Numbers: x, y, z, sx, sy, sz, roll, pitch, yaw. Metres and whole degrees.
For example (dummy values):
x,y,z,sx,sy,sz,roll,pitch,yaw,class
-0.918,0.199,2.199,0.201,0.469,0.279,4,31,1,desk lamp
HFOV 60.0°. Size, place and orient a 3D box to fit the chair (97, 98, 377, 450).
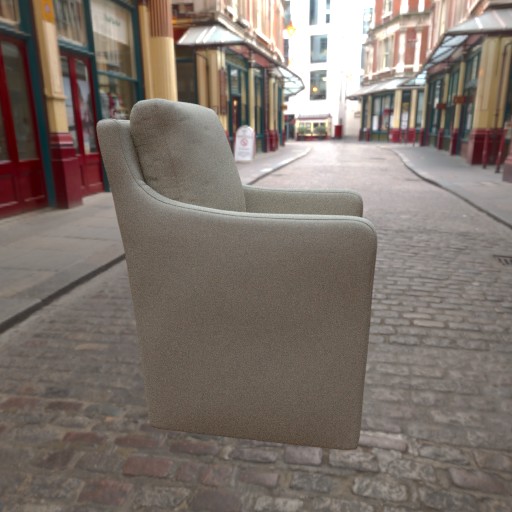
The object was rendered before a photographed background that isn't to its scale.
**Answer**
x,y,z,sx,sy,sz,roll,pitch,yaw,class
0.000,0.000,1.391,0.694,0.914,0.626,3,16,9,chair
